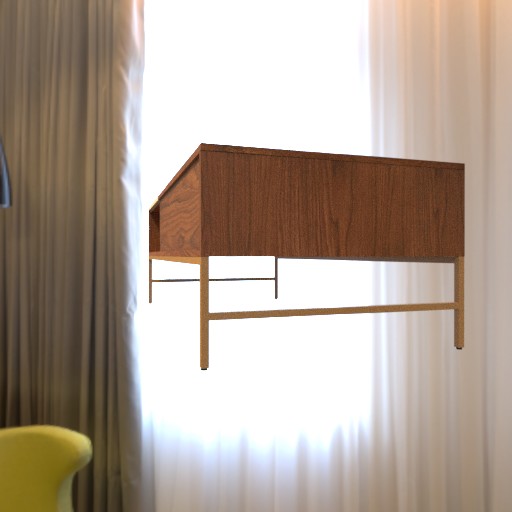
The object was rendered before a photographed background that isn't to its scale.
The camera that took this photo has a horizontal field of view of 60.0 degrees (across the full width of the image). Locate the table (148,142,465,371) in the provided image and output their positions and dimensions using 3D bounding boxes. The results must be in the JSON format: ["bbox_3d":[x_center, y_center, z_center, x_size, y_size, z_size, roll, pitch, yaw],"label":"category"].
[{"bbox_3d":[0.000,0.000,1.926,0.789,0.551,1.553,0,0,-18],"label":"table"}]
